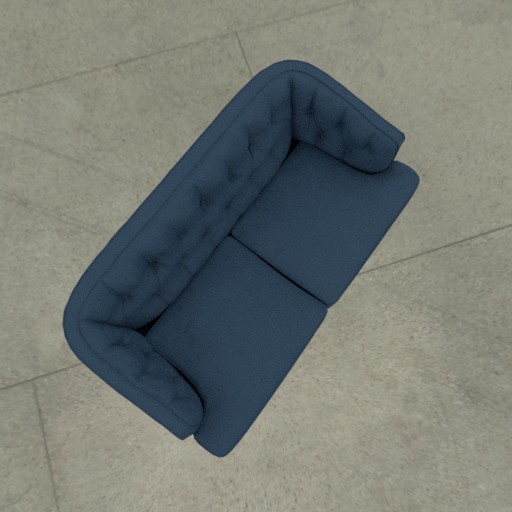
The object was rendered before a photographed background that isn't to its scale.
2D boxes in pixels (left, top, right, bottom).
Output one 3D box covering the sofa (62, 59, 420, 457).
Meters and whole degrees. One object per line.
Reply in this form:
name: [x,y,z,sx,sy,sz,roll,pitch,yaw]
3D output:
sofa: [0.000,0.000,2.249,0.941,0.854,1.733,36,78,9]
